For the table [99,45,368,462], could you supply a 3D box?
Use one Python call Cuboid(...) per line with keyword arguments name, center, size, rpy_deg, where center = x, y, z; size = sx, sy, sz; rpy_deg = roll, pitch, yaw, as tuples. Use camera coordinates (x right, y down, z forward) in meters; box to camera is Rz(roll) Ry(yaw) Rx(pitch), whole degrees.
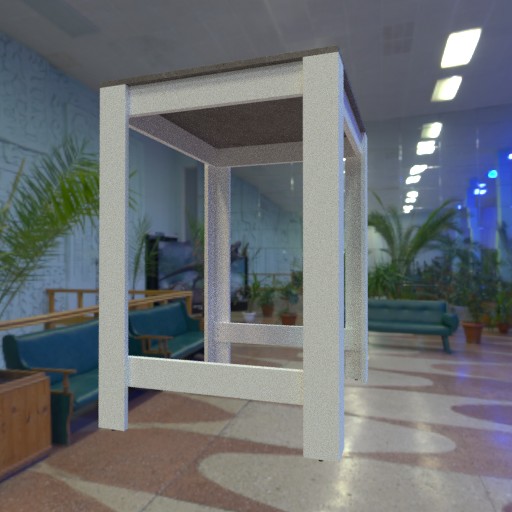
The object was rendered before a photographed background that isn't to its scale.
Cuboid(name="table", center=(0.000, 0.000, 1.567), size=(0.700, 1.020, 0.800), rpy_deg=(0, -1, 19))
